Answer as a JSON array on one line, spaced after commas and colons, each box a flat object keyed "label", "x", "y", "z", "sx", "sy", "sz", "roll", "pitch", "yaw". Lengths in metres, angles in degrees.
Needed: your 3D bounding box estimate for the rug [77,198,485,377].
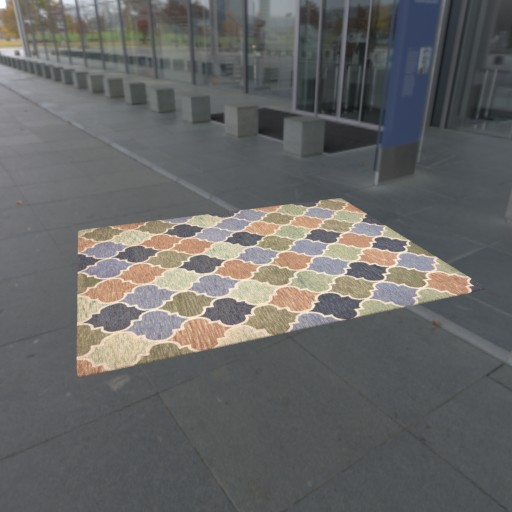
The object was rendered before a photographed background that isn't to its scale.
[{"label": "rug", "x": 0.000, "y": 0.000, "z": 4.231, "sx": 3.200, "sy": 0.013, "sz": 2.439, "roll": -9, "pitch": 28, "yaw": -17}]
